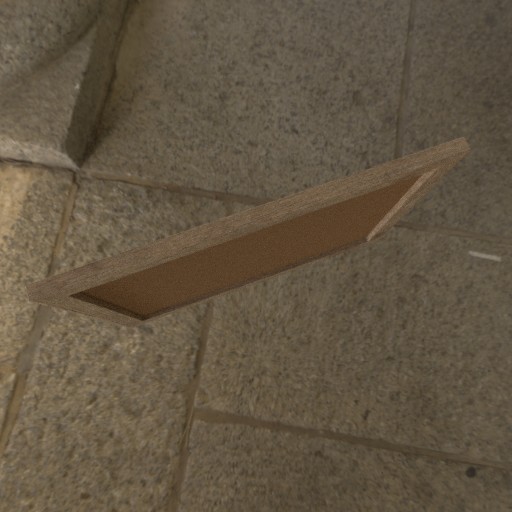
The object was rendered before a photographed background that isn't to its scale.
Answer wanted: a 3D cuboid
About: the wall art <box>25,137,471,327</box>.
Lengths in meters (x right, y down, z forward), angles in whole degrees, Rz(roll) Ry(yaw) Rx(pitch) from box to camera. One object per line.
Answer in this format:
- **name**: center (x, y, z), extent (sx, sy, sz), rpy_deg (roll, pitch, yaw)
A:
- **wall art**: center (0.000, 0.000, 0.915), extent (0.690, 0.535, 0.026), rpy_deg (-19, 78, -4)
